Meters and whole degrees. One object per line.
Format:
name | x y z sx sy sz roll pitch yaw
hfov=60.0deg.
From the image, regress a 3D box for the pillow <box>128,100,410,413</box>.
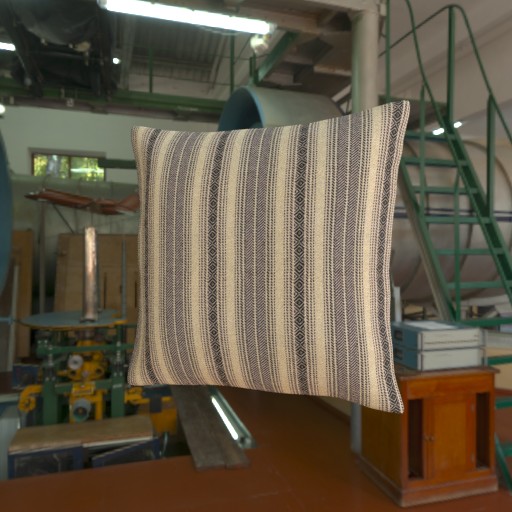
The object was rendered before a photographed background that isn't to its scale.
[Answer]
pillow | 0.000 0.000 0.794 0.520 0.508 0.166 0 0 17
